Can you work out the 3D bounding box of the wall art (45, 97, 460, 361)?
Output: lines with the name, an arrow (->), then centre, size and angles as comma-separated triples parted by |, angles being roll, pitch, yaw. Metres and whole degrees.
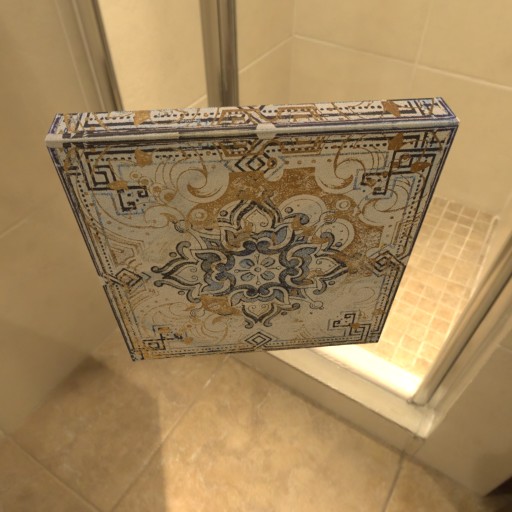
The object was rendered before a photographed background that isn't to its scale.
wall art -> 0.000, 0.000, 0.445 | 0.302, 0.306, 0.038 | -4, 47, -3
